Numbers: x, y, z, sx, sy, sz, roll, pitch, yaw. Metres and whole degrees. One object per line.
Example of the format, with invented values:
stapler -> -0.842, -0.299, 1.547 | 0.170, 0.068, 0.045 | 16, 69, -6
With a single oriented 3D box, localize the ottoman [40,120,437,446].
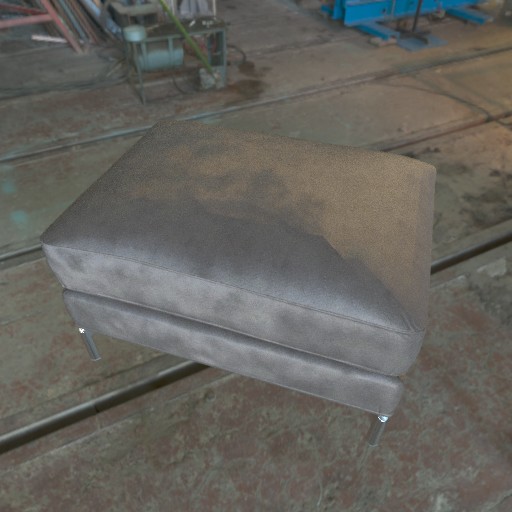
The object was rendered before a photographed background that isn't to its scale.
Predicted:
ottoman -> 0.000, 0.000, 1.035 | 0.719, 0.456, 0.520 | 13, 45, 13
